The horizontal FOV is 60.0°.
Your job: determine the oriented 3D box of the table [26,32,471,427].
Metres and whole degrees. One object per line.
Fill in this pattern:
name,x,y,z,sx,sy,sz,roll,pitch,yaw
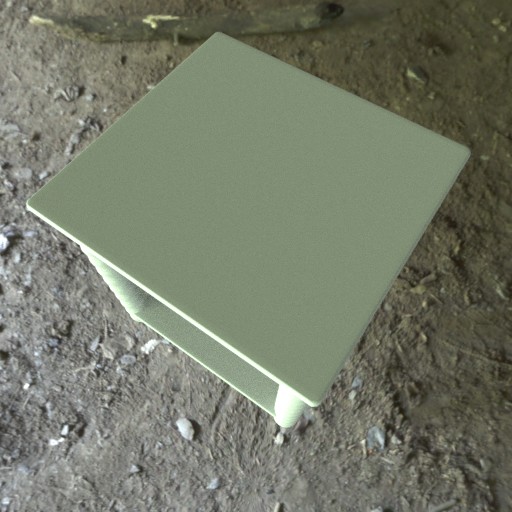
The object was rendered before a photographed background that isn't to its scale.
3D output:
table,0.000,0.000,0.959,0.533,0.563,0.500,32,67,15
